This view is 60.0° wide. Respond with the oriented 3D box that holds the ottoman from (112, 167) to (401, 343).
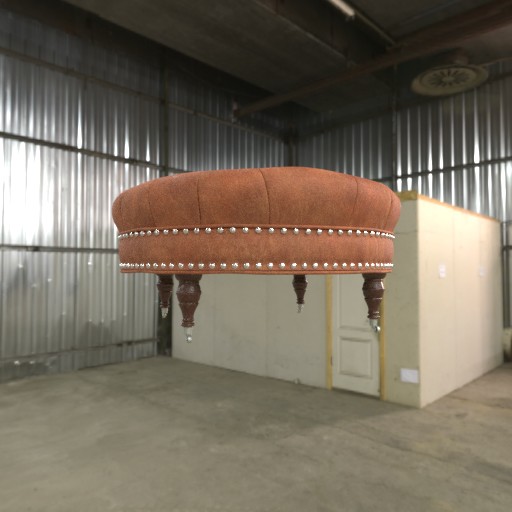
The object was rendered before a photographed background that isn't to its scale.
[{"bbox_3d":[0.000,0.000,1.437,0.901,0.444,0.901,0,-1,0],"label":"ottoman"}]
